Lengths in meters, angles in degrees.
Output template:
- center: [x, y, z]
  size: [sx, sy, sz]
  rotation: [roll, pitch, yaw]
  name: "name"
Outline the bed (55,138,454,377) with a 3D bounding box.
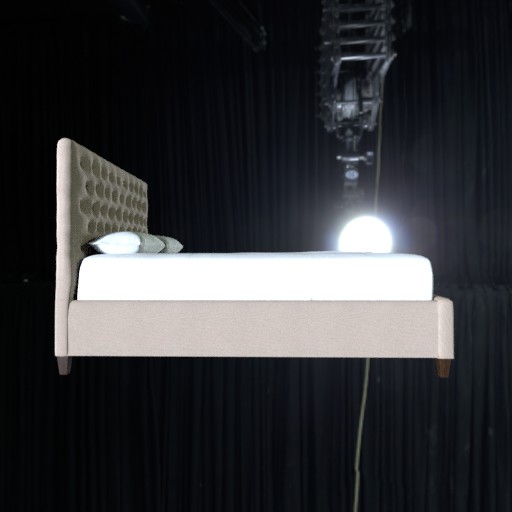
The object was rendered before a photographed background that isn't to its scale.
- center: [0.000, 0.000, 3.461]
  size: [2.387, 1.427, 1.698]
  rotation: [0, 0, 2]
  name: "bed"
